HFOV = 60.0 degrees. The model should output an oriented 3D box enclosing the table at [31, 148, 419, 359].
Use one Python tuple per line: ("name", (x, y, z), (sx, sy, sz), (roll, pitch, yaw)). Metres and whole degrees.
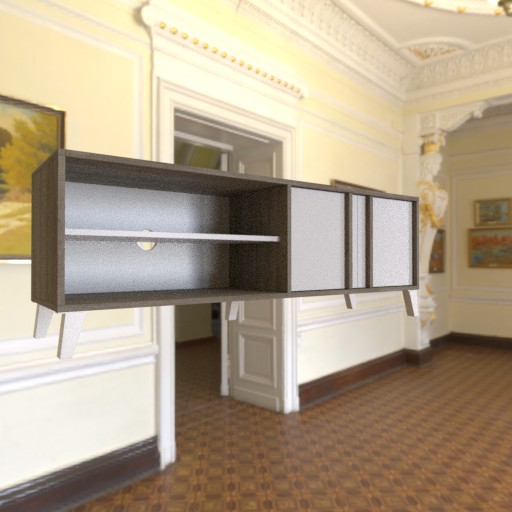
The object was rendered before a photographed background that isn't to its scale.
("table", (0.000, 0.000, 1.705), (1.500, 0.530, 0.400), (0, -1, -35))
